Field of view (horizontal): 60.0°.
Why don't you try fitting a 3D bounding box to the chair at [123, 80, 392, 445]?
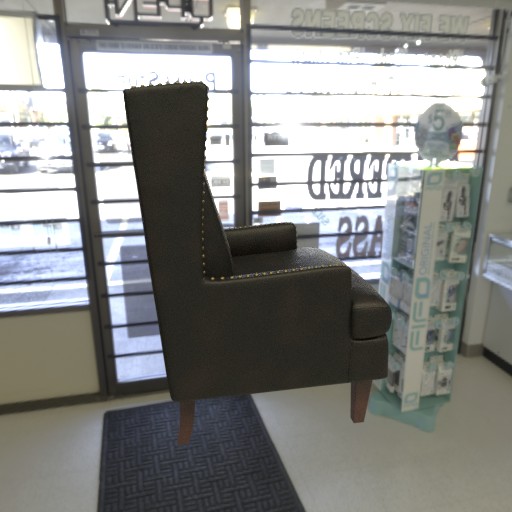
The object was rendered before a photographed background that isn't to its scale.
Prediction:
[{"bbox_3d":[0.000,0.000,1.634,0.799,1.142,0.703,-3,16,-10],"label":"chair"}]
